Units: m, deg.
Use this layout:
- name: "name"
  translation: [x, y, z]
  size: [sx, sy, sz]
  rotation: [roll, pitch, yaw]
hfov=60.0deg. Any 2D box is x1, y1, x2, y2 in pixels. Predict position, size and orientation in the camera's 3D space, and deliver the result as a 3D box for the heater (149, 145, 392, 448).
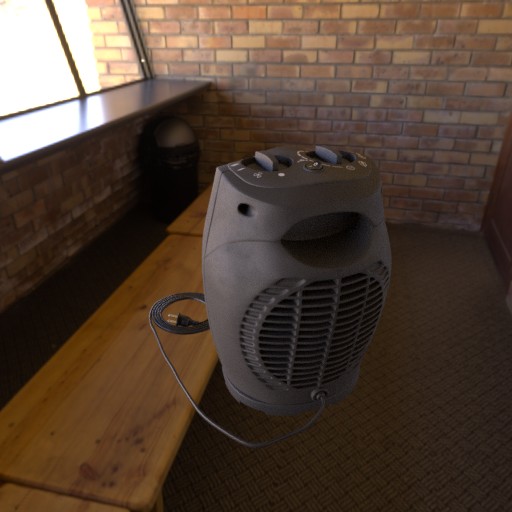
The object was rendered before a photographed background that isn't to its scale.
- name: "heater"
  translation: [0.000, 0.000, 0.494]
  size: [0.239, 0.255, 0.291]
  rotation: [-9, 29, -17]
